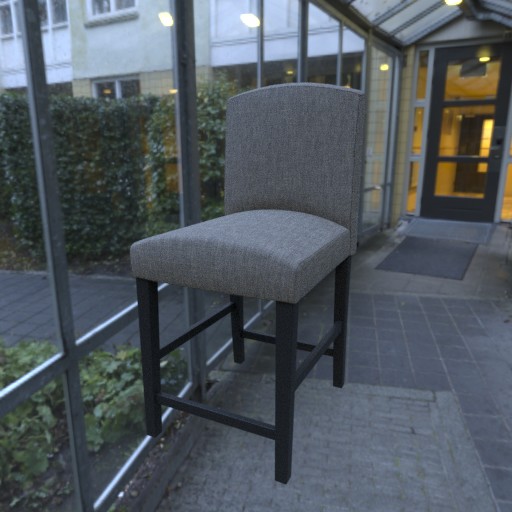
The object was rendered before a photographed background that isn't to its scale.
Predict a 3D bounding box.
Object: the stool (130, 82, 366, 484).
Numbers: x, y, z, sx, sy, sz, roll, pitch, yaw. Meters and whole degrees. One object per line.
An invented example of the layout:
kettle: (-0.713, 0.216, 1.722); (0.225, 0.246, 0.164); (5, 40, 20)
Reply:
stool: (0.000, 0.000, 1.242); (0.451, 0.966, 0.552); (7, 16, 26)
